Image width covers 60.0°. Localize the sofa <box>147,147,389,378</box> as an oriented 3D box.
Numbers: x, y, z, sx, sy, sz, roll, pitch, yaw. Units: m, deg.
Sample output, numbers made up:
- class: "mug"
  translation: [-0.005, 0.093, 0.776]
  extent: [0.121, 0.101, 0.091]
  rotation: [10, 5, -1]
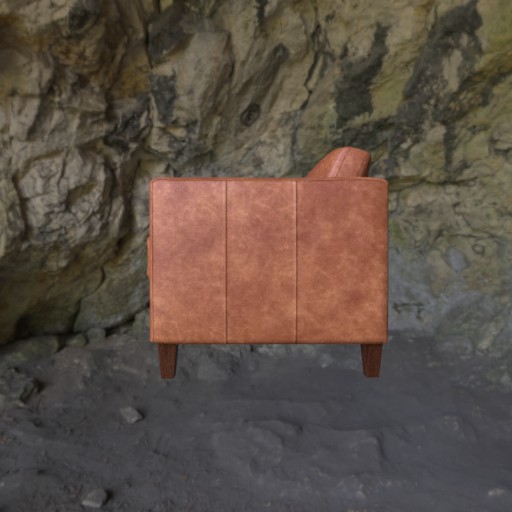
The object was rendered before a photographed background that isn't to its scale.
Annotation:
- class: "sofa"
  translation: [0.000, 0.000, 2.996]
  extent: [1.045, 1.006, 2.464]
  rotation: [0, 0, -1]
